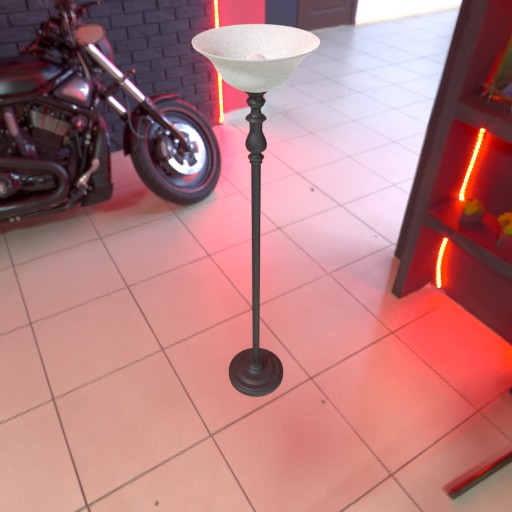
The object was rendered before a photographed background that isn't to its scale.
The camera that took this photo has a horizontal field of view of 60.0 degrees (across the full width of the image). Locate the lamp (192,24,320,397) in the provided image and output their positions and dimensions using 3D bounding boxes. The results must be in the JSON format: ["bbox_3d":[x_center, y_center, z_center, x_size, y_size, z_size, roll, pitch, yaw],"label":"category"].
[{"bbox_3d":[0.000,0.000,1.986,0.405,1.797,0.405,0,40,0],"label":"lamp"}]
